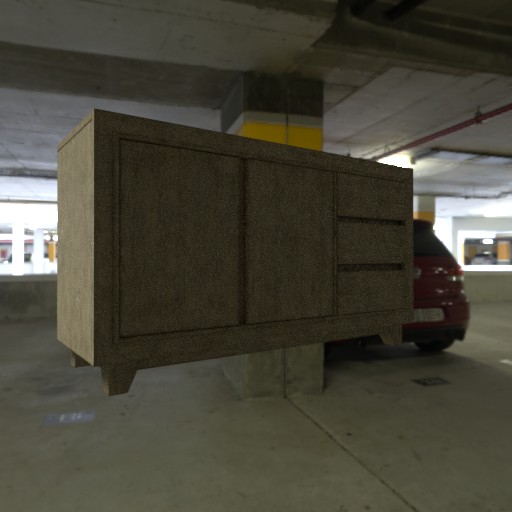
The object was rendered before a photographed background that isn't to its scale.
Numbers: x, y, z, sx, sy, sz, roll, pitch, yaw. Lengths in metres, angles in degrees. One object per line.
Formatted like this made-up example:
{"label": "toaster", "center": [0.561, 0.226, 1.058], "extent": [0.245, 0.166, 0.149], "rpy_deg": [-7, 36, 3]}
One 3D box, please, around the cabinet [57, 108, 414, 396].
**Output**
{"label": "cabinet", "center": [0.000, 0.000, 1.867], "extent": [1.460, 0.825, 0.511], "rpy_deg": [0, 0, -35]}
